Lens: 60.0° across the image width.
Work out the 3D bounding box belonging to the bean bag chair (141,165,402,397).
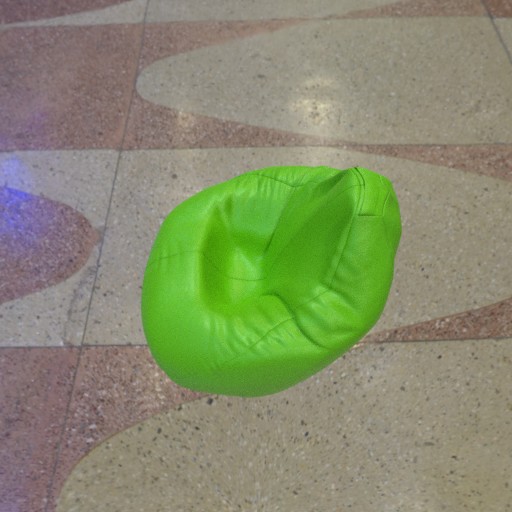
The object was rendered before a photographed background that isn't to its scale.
[{"bbox_3d":[0.000,0.000,1.923,1.070,0.990,1.070,2,59,1],"label":"bean bag chair"}]
